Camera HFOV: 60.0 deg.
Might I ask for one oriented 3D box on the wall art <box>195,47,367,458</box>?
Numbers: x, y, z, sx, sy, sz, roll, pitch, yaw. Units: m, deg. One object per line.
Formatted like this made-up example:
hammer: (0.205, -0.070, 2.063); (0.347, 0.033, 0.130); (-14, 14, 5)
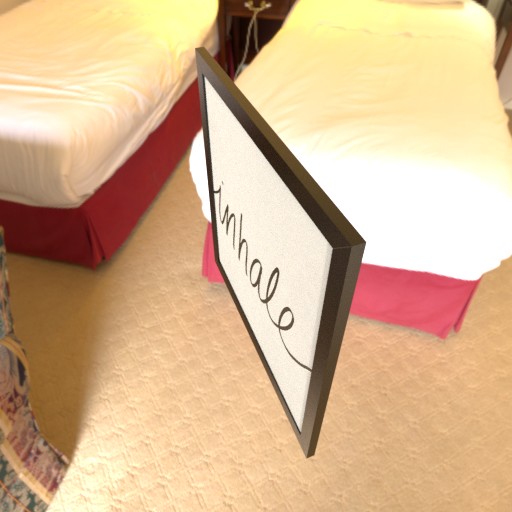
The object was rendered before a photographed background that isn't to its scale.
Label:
wall art: (0.000, 0.000, 0.657); (0.014, 0.445, 0.446); (-16, 47, -15)
